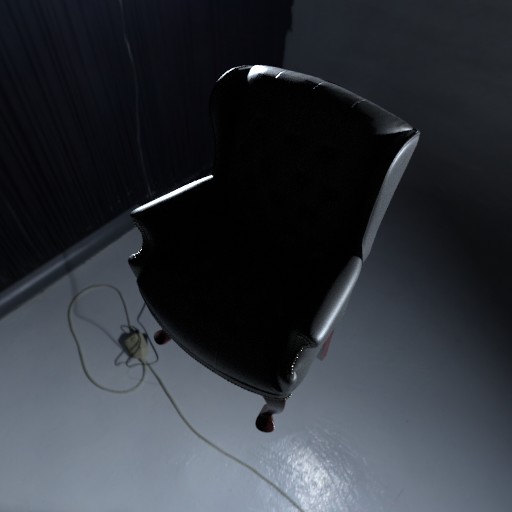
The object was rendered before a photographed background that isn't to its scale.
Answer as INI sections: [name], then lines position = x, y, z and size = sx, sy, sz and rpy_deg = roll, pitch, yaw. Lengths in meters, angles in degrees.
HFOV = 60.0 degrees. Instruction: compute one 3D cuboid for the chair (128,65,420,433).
[chair]
position = 0.000, 0.000, 1.638
size = 0.838, 1.111, 0.762
rpy_deg = 32, 56, 26
